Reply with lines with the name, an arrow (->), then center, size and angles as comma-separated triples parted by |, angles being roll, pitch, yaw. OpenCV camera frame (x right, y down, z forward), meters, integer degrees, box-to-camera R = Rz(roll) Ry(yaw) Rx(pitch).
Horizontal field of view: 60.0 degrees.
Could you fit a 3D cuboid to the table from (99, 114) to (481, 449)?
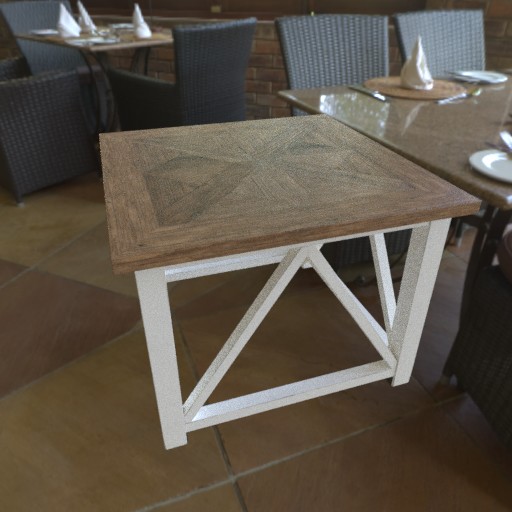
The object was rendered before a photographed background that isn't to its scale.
table -> 0.000, 0.000, 1.196 | 0.700, 0.532, 0.700 | -10, 33, -15
